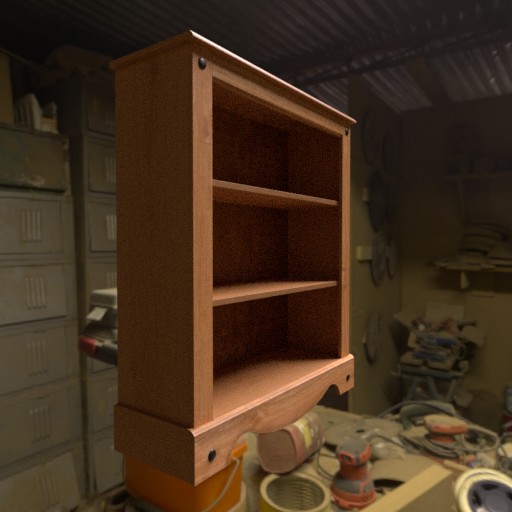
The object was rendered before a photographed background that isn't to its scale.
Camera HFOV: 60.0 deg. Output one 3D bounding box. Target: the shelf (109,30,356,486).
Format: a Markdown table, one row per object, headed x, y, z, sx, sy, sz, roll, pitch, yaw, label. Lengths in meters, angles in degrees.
| x | y | z | sx | sy | sz | roll | pitch | yaw | label |
| --- | --- | --- | --- | --- | --- | --- | --- | --- | --- |
| 0.000 | 0.000 | 1.370 | 0.291 | 0.980 | 0.840 | 1 | 2 | 36 | shelf |
